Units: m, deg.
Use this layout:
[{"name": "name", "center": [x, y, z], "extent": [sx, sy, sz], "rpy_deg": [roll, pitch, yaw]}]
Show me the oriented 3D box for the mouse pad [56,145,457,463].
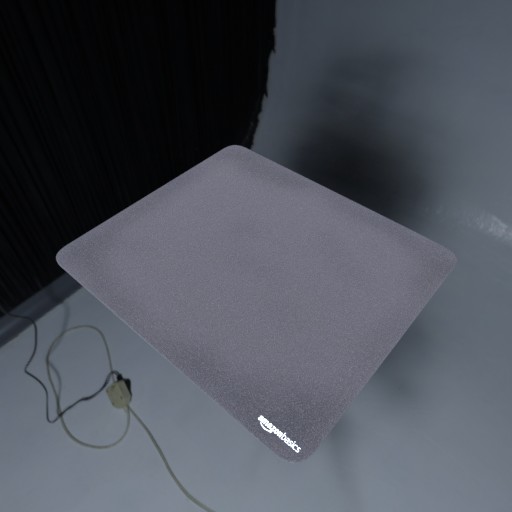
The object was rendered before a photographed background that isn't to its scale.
[{"name": "mouse pad", "center": [0.000, 0.000, 0.641], "extent": [0.451, 0.002, 0.393], "rpy_deg": [32, 55, 27]}]
